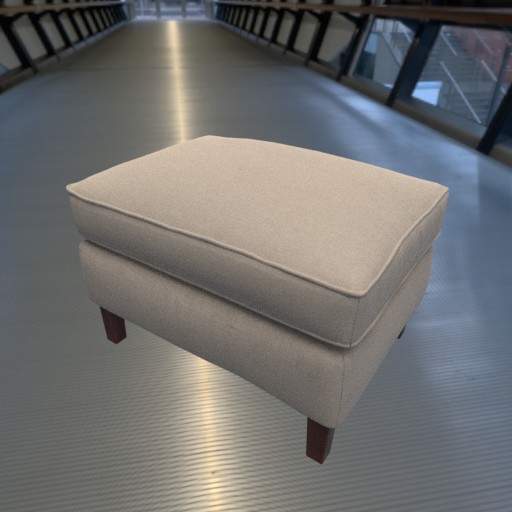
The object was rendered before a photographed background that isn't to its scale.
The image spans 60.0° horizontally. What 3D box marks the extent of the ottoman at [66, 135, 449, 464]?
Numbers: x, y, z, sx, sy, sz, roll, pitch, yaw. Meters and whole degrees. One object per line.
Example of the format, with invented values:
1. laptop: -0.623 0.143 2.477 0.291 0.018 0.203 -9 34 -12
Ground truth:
1. ottoman: 0.000 0.000 0.980 0.665 0.456 0.501 20 36 29
